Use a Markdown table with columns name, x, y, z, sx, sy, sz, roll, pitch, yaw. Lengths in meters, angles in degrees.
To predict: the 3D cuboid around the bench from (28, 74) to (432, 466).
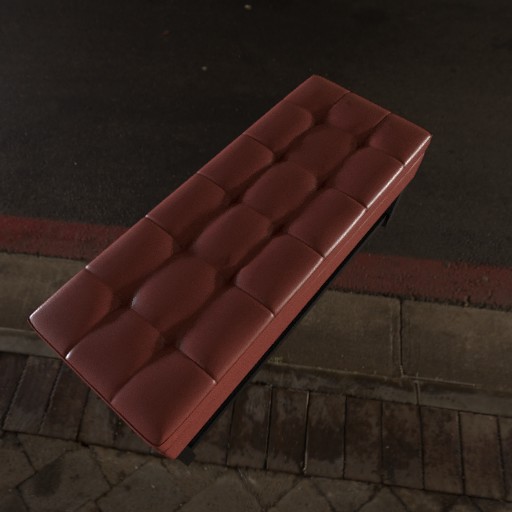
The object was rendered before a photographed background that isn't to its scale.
| name | x | y | z | sx | sy | sz | roll | pitch | yaw |
| --- | --- | --- | --- | --- | --- | --- | --- | --- | --- |
| bench | 0.000 | 0.000 | 1.306 | 0.432 | 0.460 | 1.105 | 36 | 65 | 19 |
